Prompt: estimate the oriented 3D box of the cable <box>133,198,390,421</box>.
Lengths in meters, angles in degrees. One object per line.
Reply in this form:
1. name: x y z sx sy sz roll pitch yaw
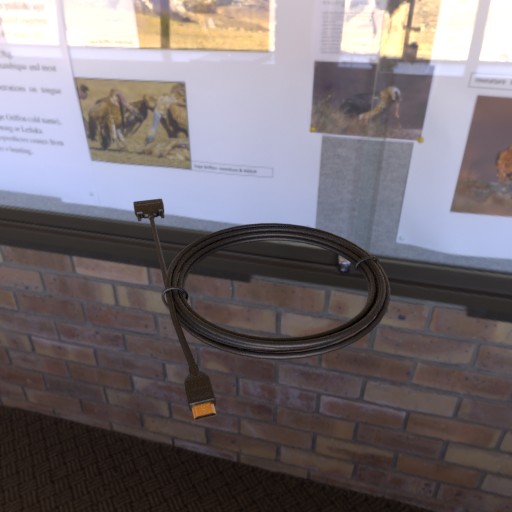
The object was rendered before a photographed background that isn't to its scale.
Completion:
1. cable: 0.000 0.000 0.521 0.257 0.030 0.422 -9 32 -15
